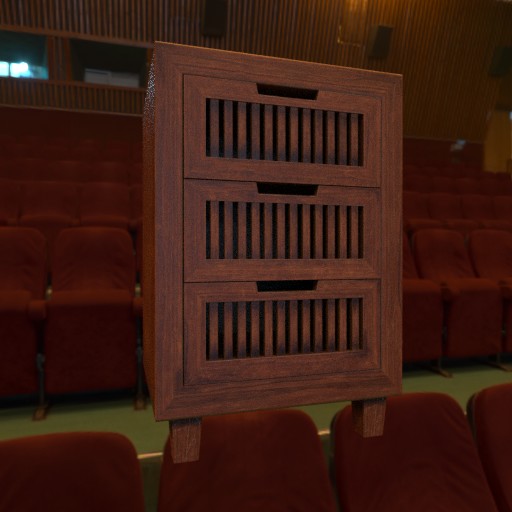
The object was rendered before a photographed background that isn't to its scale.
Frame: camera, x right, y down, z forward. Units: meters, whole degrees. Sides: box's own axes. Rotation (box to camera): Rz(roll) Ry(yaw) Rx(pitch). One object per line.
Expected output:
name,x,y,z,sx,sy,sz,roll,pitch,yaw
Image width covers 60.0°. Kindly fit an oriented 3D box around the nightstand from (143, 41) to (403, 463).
nightstand,0.000,0.000,0.976,0.465,0.695,0.410,0,0,-17
